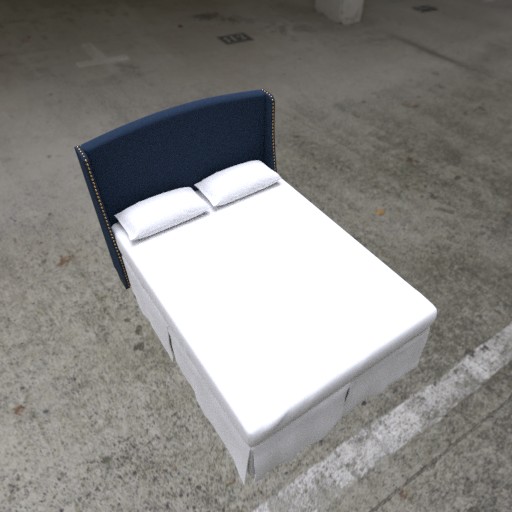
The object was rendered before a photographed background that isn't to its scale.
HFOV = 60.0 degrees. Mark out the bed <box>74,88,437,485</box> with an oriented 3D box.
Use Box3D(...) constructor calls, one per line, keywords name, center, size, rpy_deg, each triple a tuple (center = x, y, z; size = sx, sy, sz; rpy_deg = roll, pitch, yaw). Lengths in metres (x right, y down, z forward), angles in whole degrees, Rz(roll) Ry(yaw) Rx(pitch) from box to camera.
Box3D(name="bed", center=(0.000, 0.000, 3.192), size=(1.604, 1.402, 2.223), rpy_deg=(-26, 51, -23))
